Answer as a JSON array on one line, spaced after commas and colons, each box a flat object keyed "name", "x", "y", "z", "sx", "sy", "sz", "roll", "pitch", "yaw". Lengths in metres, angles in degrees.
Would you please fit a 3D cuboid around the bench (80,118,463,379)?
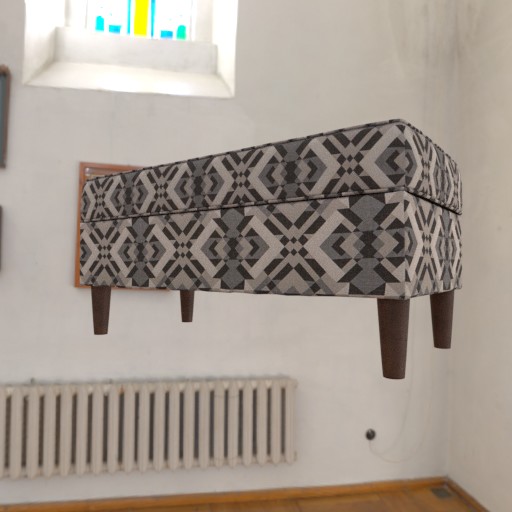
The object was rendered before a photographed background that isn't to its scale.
[{"name": "bench", "x": 0.000, "y": 0.000, "z": 1.262, "sx": 1.016, "sy": 0.477, "sz": 0.492, "roll": -1, "pitch": -2, "yaw": 36}]
